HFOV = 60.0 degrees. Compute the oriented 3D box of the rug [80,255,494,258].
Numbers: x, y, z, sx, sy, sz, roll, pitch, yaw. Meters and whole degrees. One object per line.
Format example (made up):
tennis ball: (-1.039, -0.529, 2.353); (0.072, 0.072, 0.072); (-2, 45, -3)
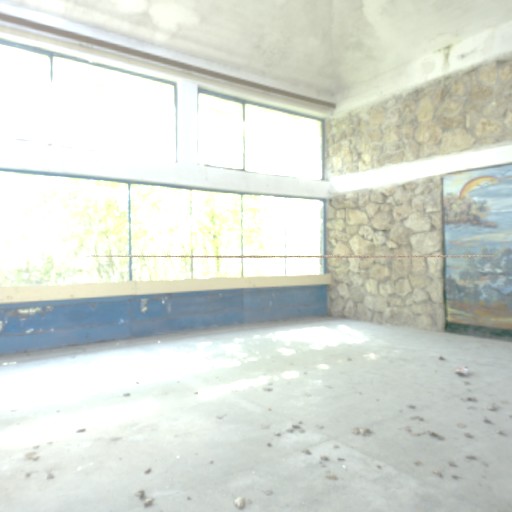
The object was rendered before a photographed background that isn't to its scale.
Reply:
rug: (0.000, 0.000, 4.188); (2.448, 0.013, 3.205); (0, 0, -34)
